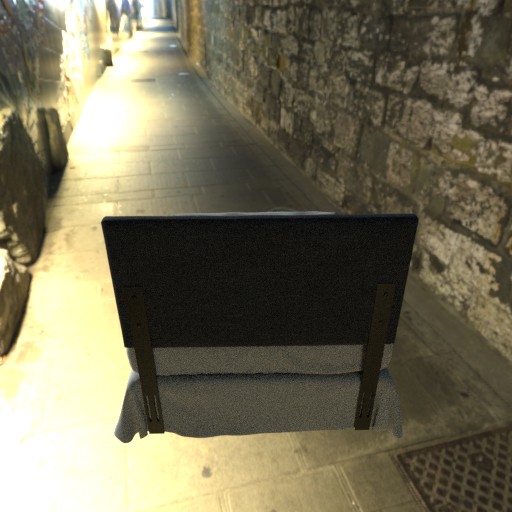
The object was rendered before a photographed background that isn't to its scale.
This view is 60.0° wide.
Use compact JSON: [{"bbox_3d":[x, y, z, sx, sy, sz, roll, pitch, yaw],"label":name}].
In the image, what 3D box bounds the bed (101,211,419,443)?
[{"bbox_3d":[0.000,0.000,3.511,1.936,1.577,2.222,-1,29,-1],"label":"bed"}]
